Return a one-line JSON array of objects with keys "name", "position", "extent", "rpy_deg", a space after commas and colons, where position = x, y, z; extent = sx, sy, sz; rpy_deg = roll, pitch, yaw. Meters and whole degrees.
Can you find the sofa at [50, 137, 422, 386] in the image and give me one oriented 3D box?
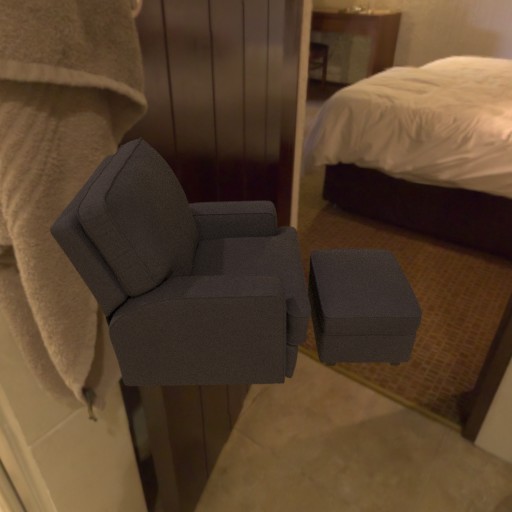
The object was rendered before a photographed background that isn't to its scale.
[{"name": "sofa", "position": [0.000, 0.000, 2.075], "extent": [1.472, 0.959, 0.861], "rpy_deg": [0, 33, -1]}]
